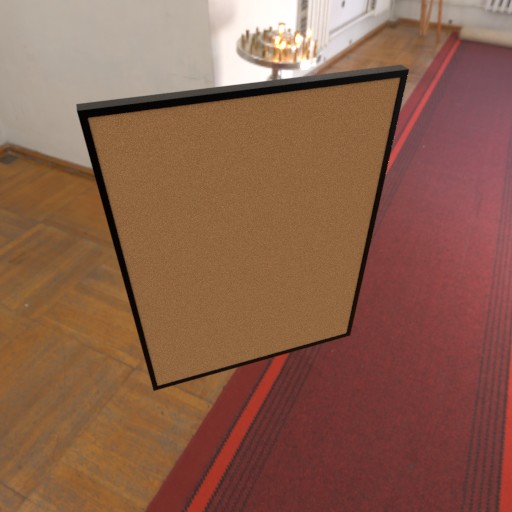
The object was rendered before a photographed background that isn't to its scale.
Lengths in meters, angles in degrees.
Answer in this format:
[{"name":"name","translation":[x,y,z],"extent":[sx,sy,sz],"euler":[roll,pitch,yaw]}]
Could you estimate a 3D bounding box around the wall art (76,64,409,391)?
[{"name":"wall art","translation":[0.000,0.000,1.387],"extent":[0.805,1.062,0.040],"euler":[-12,43,-14]}]
